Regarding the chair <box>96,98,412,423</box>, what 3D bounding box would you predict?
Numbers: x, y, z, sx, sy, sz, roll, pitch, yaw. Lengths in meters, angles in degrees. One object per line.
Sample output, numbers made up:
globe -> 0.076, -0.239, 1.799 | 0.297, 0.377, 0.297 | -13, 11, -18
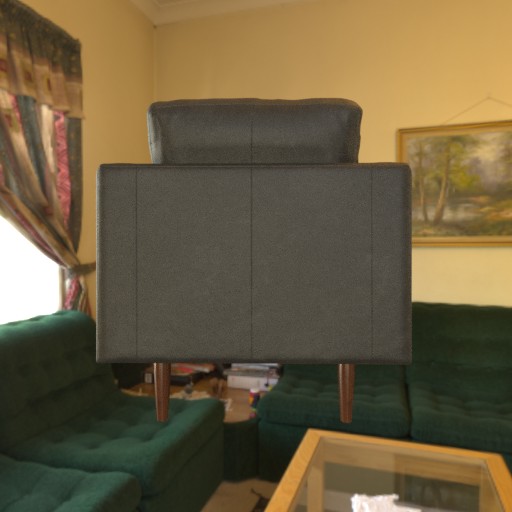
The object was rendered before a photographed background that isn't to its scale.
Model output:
chair -> 0.000, 0.000, 1.563 | 0.831, 0.898, 0.879 | 0, 1, 1
